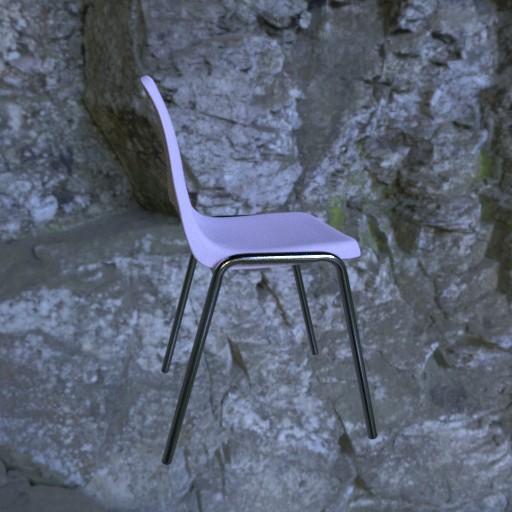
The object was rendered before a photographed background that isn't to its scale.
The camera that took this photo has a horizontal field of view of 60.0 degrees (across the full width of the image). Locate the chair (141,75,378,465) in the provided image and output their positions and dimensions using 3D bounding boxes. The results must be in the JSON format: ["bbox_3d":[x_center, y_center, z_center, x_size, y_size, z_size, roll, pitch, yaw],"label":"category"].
[{"bbox_3d":[0.000,0.000,0.948,0.436,0.704,0.381,-3,16,-11],"label":"chair"}]
